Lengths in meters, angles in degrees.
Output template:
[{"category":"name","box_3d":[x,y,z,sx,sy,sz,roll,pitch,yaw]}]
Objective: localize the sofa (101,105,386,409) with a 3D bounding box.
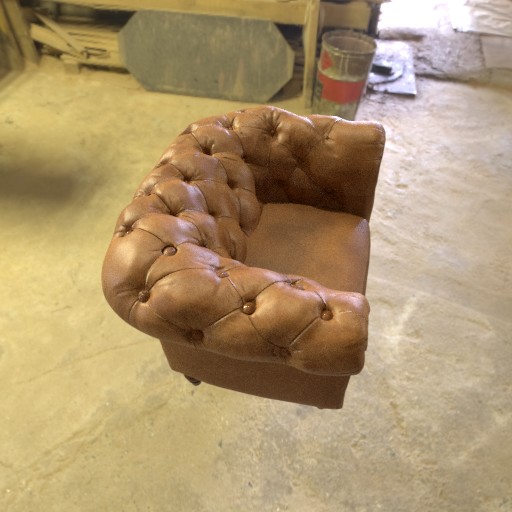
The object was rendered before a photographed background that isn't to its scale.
[{"category":"sofa","box_3d":[0.000,0.000,2.063,1.033,0.878,1.405,10,46,10]}]
